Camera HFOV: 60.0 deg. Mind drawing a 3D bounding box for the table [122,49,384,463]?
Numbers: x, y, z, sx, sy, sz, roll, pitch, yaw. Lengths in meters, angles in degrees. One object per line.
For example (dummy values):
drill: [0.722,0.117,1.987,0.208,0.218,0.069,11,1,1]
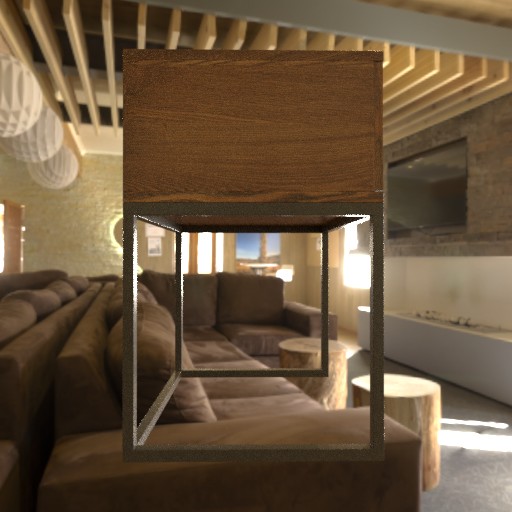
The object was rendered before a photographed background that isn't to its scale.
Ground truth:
table: [0.000,0.000,0.896,0.400,0.610,0.482,0,0,-1]
